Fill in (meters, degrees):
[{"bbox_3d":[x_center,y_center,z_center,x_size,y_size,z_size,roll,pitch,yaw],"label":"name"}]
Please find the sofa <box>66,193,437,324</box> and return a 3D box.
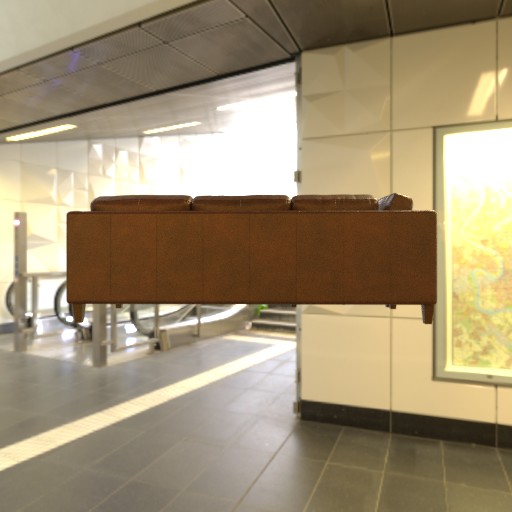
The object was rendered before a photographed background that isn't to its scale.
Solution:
[{"bbox_3d":[0.000,0.000,4.565,2.452,0.891,3.324,0,0,1],"label":"sofa"}]
